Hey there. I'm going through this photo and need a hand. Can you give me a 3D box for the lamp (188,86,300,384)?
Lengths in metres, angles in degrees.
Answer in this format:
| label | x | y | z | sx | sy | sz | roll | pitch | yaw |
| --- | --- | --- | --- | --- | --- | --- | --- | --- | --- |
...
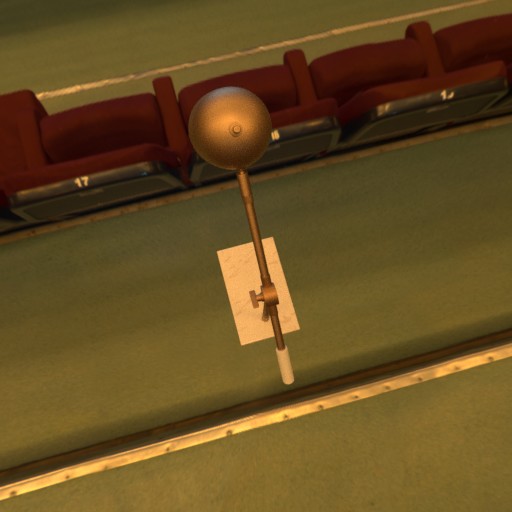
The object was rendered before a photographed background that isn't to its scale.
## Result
| label | x | y | z | sx | sy | sz | roll | pitch | yaw |
| --- | --- | --- | --- | --- | --- | --- | --- | --- | --- |
| lamp | 0.000 | 0.000 | 0.814 | 0.144 | 0.603 | 0.471 | -15 | 76 | -4 |
